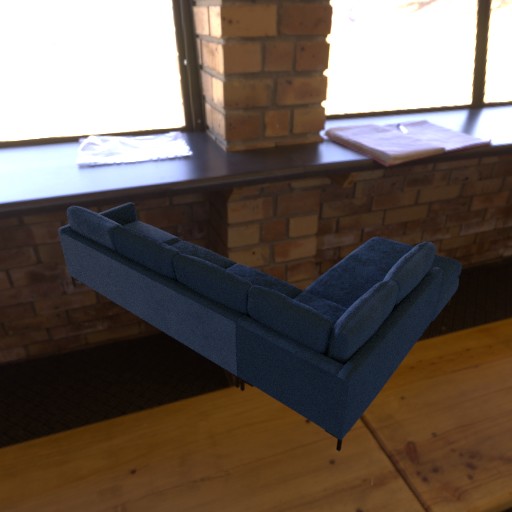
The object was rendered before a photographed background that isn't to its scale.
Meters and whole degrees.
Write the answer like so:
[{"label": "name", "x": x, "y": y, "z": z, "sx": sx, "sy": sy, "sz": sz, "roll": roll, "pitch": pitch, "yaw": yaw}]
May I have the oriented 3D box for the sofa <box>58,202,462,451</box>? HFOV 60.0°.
[{"label": "sofa", "x": 0.000, "y": 0.000, "z": 3.888, "sx": 2.949, "sy": 0.815, "sz": 2.007, "roll": 22, "pitch": 36, "yaw": 33}]
